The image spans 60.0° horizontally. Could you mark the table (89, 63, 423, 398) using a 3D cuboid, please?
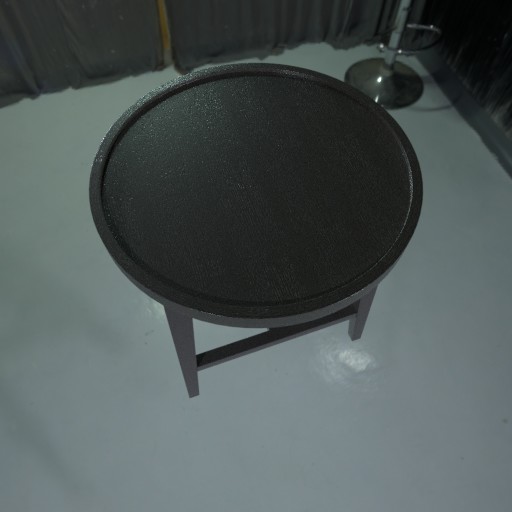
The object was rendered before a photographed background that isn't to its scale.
[{"bbox_3d":[0.000,0.000,0.902,0.500,0.531,0.500,0,59,0],"label":"table"}]
